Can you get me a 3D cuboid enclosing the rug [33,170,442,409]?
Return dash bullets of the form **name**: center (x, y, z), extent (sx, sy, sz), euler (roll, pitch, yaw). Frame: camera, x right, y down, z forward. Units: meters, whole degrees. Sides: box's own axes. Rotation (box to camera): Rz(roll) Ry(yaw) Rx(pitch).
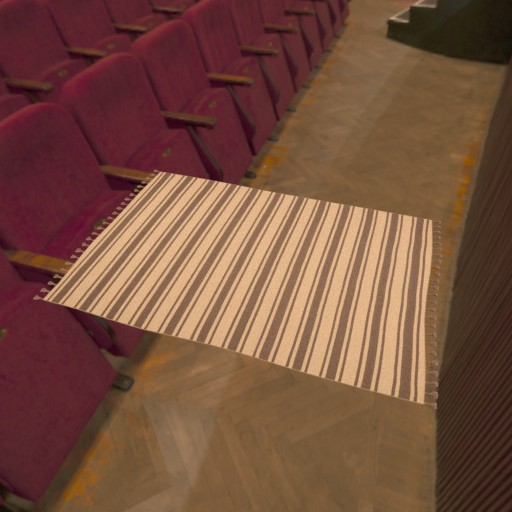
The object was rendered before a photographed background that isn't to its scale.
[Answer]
- **rug**: center (0.000, 0.000, 3.812), extent (3.040, 0.017, 2.030), euler (12, 43, 13)
